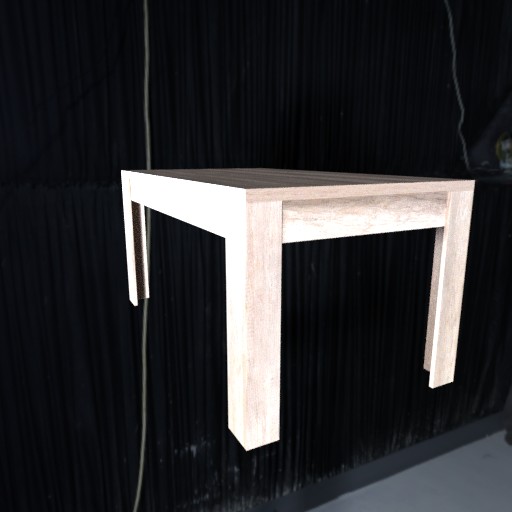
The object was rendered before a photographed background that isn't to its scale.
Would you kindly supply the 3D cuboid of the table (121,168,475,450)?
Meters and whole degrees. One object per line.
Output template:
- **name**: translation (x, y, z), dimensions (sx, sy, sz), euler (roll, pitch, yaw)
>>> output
- **table**: translation (0.000, 0.000, 2.131), dimensions (0.900, 0.775, 1.600), euler (-7, 14, -27)
